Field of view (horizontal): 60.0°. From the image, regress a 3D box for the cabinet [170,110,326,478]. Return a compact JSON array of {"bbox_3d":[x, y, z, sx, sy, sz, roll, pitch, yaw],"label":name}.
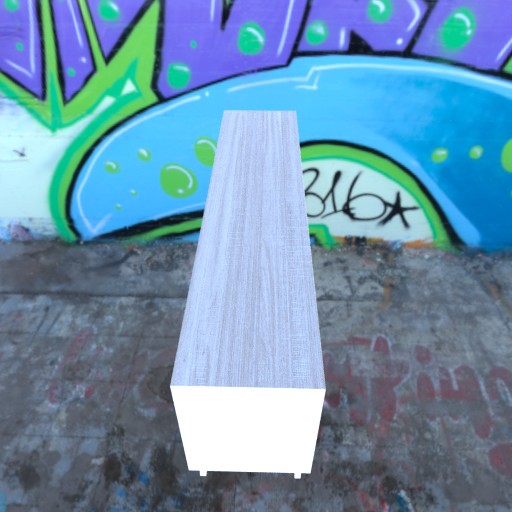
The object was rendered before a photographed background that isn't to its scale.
[{"bbox_3d":[0.000,0.000,2.512,0.500,0.780,2.200,1,41,1],"label":"cabinet"}]
